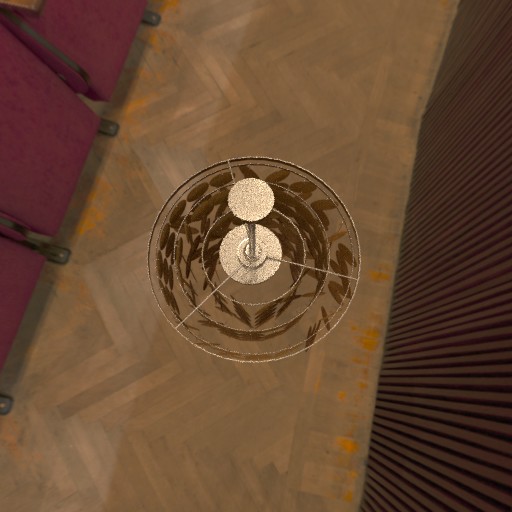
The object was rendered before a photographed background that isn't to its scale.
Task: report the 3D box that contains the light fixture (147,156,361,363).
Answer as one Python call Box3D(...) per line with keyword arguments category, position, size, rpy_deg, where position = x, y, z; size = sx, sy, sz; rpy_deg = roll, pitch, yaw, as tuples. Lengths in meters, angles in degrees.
Box3D(category="light fixture", position=(0.000, 0.000, 0.752), size=(0.368, 0.492, 0.368), rpy_deg=(0, 74, 0))
